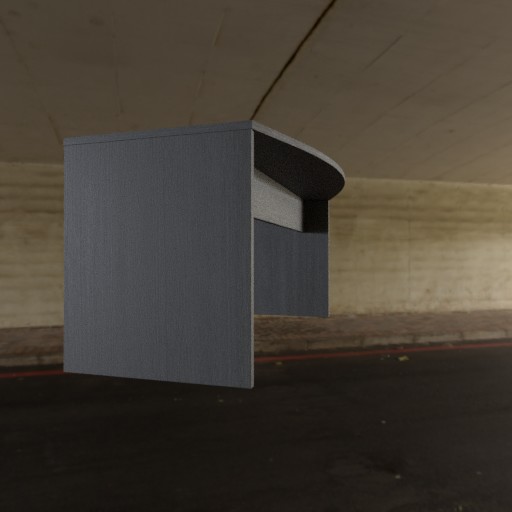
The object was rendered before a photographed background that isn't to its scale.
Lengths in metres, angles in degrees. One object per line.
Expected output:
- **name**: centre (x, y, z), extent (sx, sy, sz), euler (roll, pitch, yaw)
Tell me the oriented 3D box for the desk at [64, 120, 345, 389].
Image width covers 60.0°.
- **desk**: centre (0.000, 0.000, 2.068), extent (0.802, 0.750, 1.600), euler (0, 0, 17)
